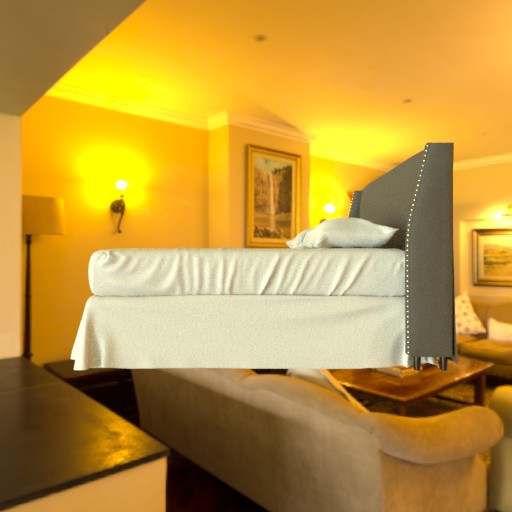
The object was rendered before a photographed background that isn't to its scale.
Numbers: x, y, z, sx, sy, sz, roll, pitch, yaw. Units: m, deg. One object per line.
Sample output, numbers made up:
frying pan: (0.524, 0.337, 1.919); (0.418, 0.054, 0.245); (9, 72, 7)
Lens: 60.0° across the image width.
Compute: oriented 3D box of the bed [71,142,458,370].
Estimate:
bed: (0.000, 0.000, 3.454); (2.276, 1.332, 1.925); (0, 0, 0)
